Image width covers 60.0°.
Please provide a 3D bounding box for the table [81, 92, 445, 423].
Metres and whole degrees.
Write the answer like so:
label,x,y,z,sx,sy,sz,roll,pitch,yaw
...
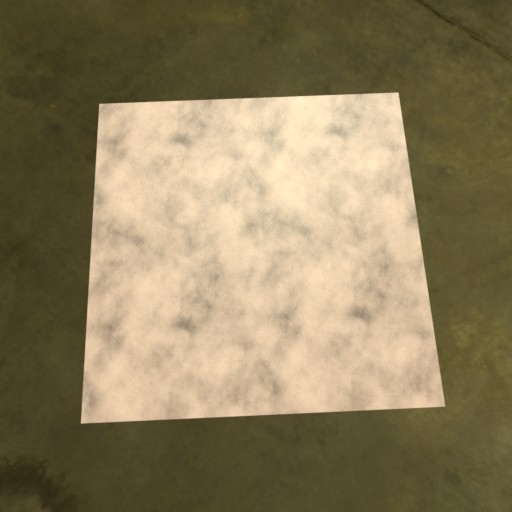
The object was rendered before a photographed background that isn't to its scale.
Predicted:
label,x,y,z,sx,sy,sz,roll,pitch,yaw
table,0.000,0.000,1.345,0.890,0.305,0.890,-2,75,-1
